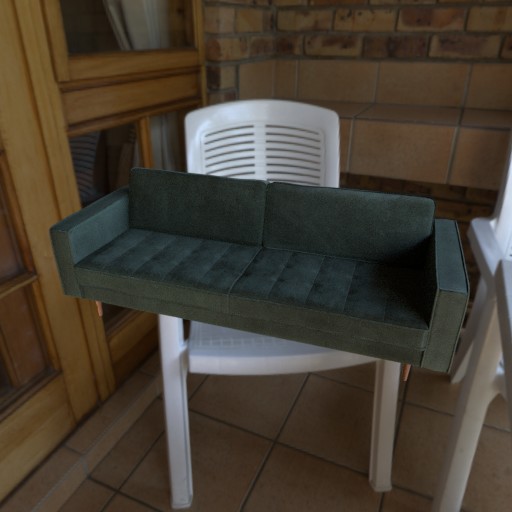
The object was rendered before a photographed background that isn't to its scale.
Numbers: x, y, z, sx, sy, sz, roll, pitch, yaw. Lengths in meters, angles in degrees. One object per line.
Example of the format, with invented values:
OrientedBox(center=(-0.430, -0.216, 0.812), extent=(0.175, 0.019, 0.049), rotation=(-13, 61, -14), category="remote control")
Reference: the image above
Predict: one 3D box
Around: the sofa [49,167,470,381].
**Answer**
OrientedBox(center=(0.000, 0.000, 2.609), extent=(2.214, 0.781, 0.886), rotation=(9, 28, 16), category="sofa")
